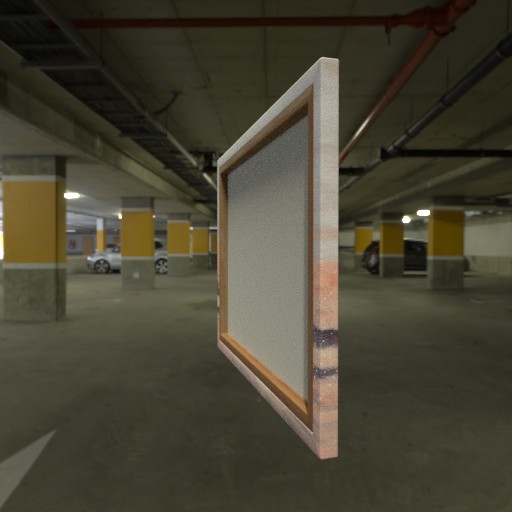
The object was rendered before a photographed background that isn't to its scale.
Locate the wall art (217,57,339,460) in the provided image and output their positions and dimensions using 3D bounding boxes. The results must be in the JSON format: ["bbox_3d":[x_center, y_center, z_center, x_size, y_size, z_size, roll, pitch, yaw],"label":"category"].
[{"bbox_3d":[0.000,0.000,1.328,0.038,0.763,1.015,0,1,-16],"label":"wall art"}]
